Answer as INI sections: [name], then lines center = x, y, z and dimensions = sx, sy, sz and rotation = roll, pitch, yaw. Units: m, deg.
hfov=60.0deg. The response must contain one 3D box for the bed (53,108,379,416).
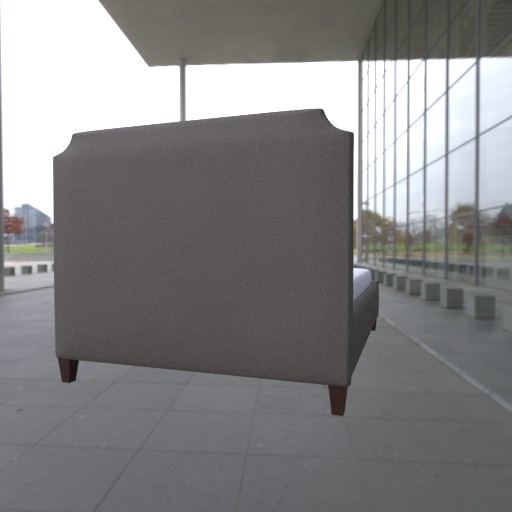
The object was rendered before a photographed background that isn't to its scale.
[bed]
center = 0.000, 0.000, 3.380
dimensions = 1.712, 1.443, 2.372
rotation = 0, 1, 19
